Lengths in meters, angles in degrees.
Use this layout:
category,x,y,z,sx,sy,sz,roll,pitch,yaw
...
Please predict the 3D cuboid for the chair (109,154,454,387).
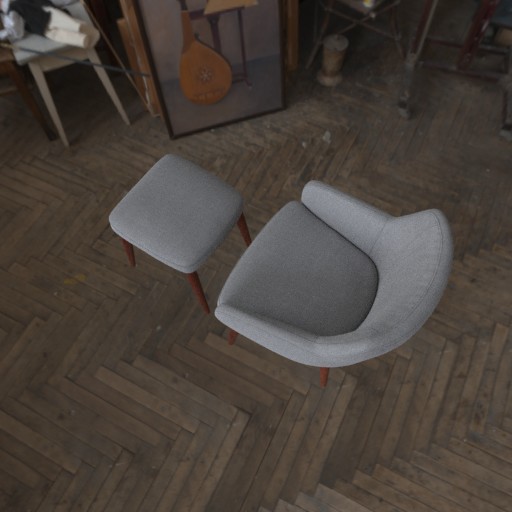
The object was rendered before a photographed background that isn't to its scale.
category,x,y,z,sx,sy,sz,roll,pitch,yaw
chair,0.000,0.000,1.577,1.107,0.799,0.584,30,67,14
